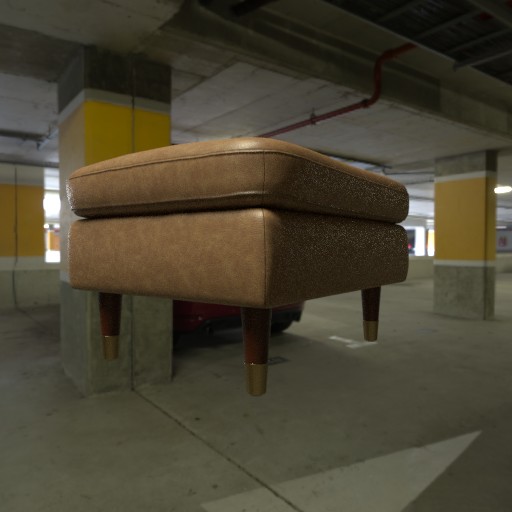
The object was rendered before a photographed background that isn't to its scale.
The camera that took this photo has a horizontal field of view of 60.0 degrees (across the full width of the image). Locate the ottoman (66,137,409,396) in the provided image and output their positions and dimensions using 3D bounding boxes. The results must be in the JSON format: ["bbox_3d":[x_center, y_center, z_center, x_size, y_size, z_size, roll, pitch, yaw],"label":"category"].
[{"bbox_3d":[0.000,0.000,1.132,0.593,0.478,0.747,1,1,36],"label":"ottoman"}]
